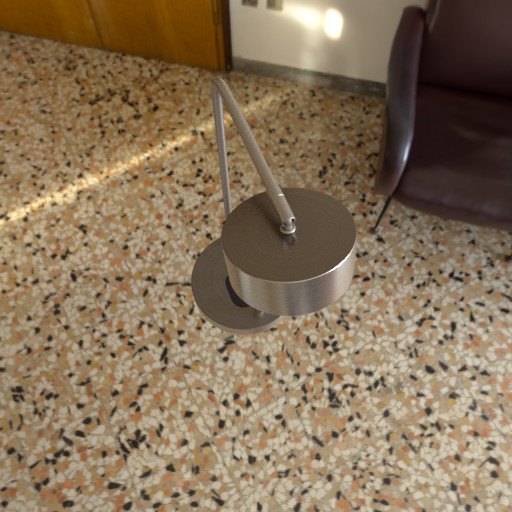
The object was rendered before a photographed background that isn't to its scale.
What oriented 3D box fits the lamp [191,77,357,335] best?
[{"bbox_3d":[0.000,0.000,0.663,0.211,0.469,0.334,-19,64,-9],"label":"lamp"}]
